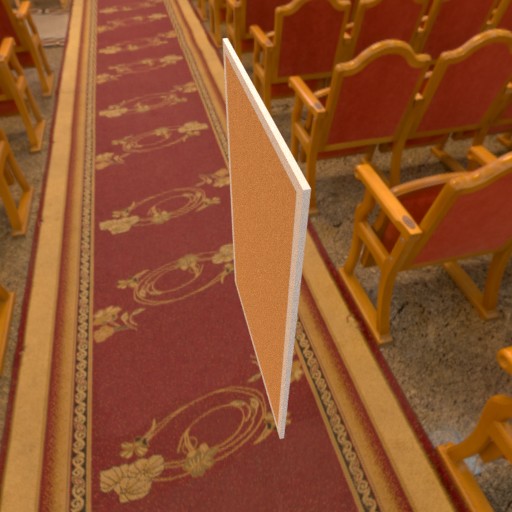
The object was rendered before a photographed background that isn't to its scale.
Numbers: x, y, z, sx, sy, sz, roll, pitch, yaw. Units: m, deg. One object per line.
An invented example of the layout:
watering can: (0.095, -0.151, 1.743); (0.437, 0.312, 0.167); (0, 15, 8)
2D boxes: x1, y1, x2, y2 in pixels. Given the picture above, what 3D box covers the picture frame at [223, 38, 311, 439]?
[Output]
picture frame: (0.000, 0.000, 1.245); (0.013, 0.940, 0.659); (-10, 46, -10)
